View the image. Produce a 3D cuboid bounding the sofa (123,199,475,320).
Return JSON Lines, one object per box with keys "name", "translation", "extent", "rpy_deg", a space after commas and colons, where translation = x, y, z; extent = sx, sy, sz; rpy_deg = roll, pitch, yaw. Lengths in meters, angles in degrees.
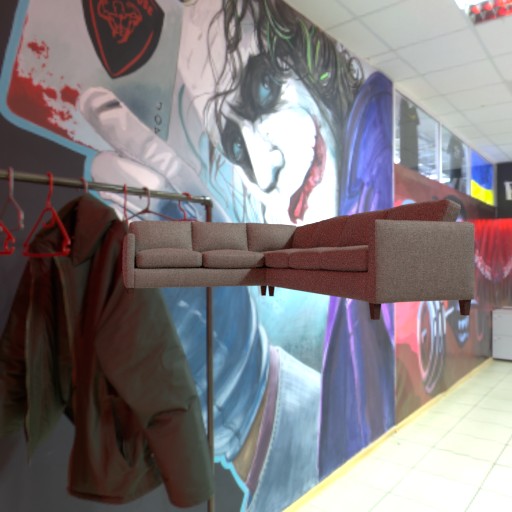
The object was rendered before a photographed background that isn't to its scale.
{"name": "sofa", "translation": [0.000, 0.000, 4.577], "extent": [2.593, 0.947, 3.302], "rpy_deg": [0, -1, -18]}
